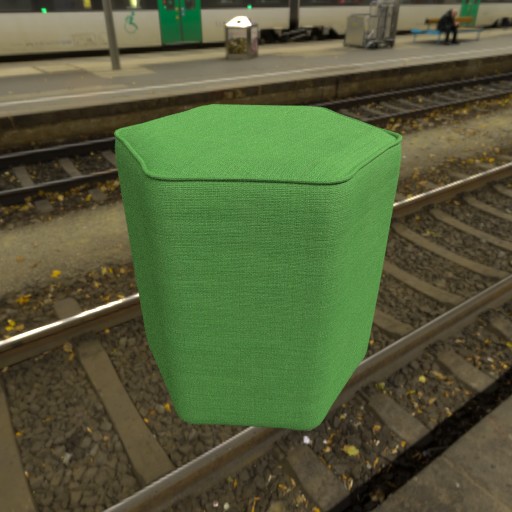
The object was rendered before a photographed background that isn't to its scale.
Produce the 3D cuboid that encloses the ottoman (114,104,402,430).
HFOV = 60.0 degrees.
[{"bbox_3d":[0.000,0.000,0.878,0.444,0.507,0.499,19,35,29],"label":"ottoman"}]
